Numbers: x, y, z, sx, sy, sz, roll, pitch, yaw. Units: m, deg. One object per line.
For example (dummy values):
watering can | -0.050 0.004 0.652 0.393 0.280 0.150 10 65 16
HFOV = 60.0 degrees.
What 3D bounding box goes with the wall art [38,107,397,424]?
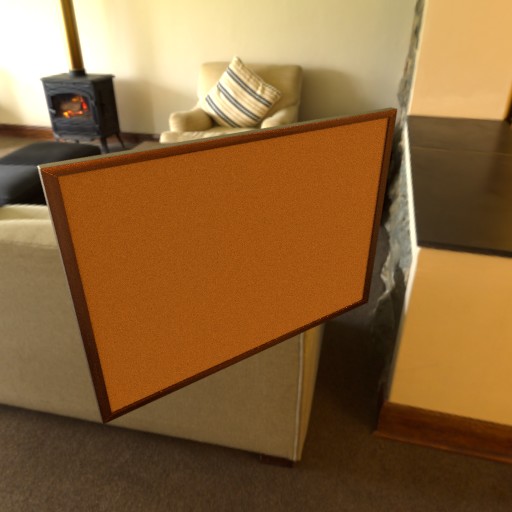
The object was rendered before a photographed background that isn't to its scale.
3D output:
wall art | 0.000 0.000 0.544 0.431 0.304 0.012 -18 34 -29
